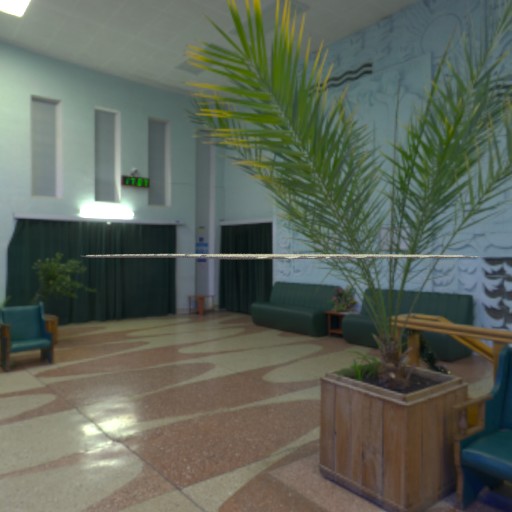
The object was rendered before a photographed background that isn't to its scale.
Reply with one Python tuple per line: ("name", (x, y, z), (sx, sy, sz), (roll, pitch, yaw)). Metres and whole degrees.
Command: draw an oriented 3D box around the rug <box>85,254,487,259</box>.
("rug", (0.000, 0.000, 4.222), (2.388, 0.030, 3.213), (0, 0, -36))
